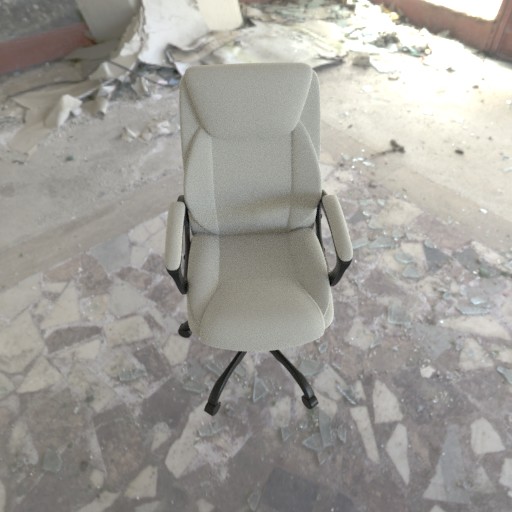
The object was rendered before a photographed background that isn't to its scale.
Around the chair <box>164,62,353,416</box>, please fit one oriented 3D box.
[{"bbox_3d":[0.000,0.000,1.504,0.663,1.065,0.669,-3,46,-3],"label":"chair"}]
